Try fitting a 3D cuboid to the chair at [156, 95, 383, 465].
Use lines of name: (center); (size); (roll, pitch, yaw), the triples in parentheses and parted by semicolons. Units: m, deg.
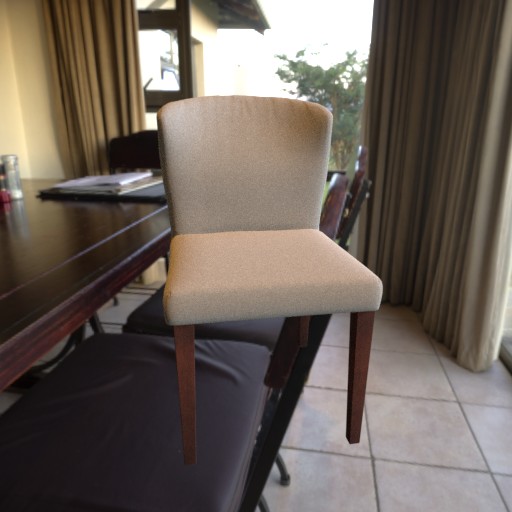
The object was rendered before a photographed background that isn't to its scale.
chair: (0.000, 0.000, 1.200); (0.491, 0.839, 0.592); (-3, 18, -9)
